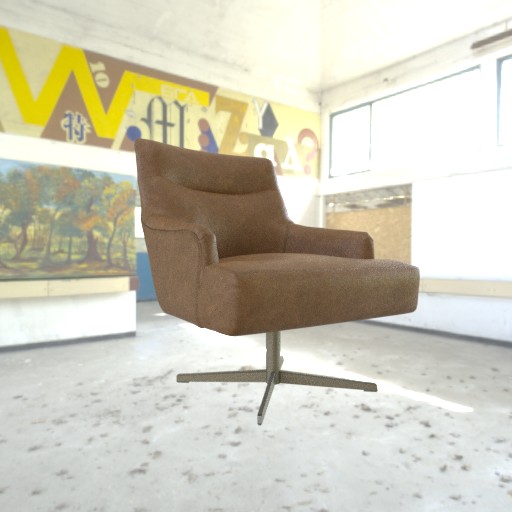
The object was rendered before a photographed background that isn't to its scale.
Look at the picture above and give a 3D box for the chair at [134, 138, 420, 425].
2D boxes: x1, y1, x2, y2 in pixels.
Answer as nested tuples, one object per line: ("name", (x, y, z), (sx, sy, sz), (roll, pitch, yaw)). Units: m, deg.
("chair", (0.000, 0.000, 1.551), (0.729, 0.869, 0.874), (0, 1, -36))
